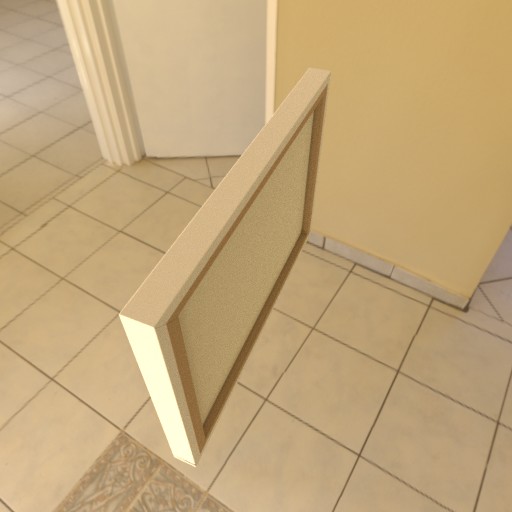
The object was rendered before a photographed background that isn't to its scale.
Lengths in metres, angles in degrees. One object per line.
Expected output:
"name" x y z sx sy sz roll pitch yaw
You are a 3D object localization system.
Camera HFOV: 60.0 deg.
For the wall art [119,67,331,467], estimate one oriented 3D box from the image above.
"wall art" 0.000 0.000 0.782 0.042 0.414 0.608 17 50 15
